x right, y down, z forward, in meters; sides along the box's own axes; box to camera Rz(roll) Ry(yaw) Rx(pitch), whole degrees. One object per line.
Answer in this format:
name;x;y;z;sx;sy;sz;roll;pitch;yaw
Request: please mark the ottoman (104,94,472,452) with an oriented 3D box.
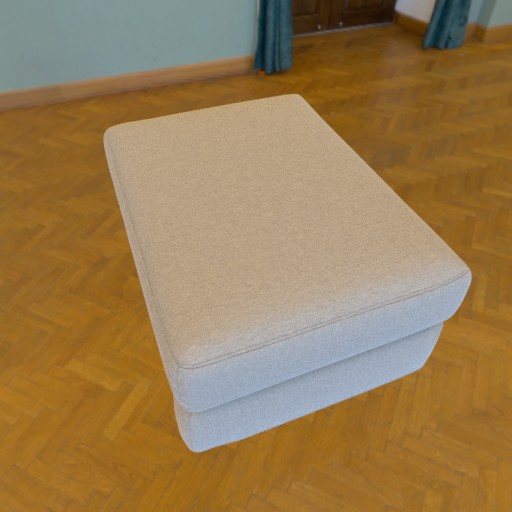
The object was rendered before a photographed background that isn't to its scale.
ottoman;0.000;0.000;1.096;0.574;0.497;0.773;-16;48;-15
